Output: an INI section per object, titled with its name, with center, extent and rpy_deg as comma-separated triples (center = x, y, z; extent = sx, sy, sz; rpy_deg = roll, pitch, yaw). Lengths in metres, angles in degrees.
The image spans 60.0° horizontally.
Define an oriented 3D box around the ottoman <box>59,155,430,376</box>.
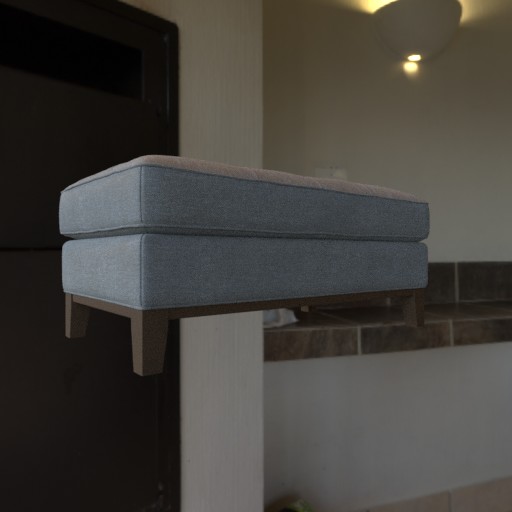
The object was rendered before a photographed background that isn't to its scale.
[ottoman]
center = 0.000, 0.000, 1.518
extent = 1.143, 0.514, 0.648
rpy_deg = 0, 0, -38
